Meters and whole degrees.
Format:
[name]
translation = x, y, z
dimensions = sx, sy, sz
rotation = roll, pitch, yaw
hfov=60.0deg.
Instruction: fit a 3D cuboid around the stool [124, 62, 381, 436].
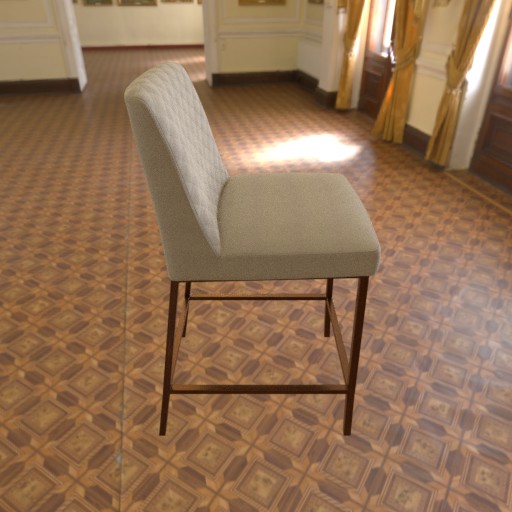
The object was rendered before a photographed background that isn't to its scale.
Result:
[stool]
translation = 0.000, 0.000, 1.255
dimensions = 0.576, 0.973, 0.507
rotation = 0, 31, 0
